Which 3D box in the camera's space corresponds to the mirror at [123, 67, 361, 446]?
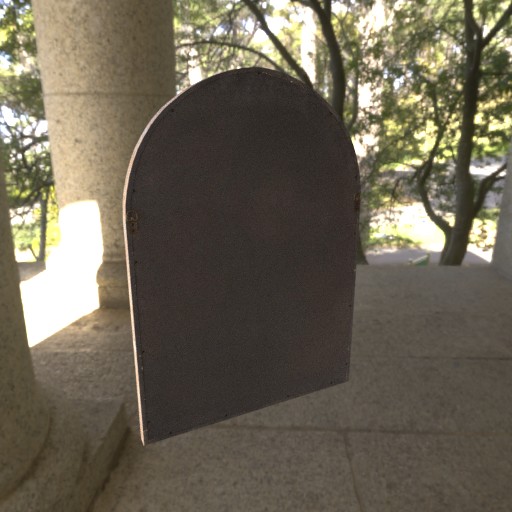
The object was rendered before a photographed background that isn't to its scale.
[{"bbox_3d":[0.000,0.000,1.167,0.660,0.920,0.032,-8,18,-26],"label":"mirror"}]
